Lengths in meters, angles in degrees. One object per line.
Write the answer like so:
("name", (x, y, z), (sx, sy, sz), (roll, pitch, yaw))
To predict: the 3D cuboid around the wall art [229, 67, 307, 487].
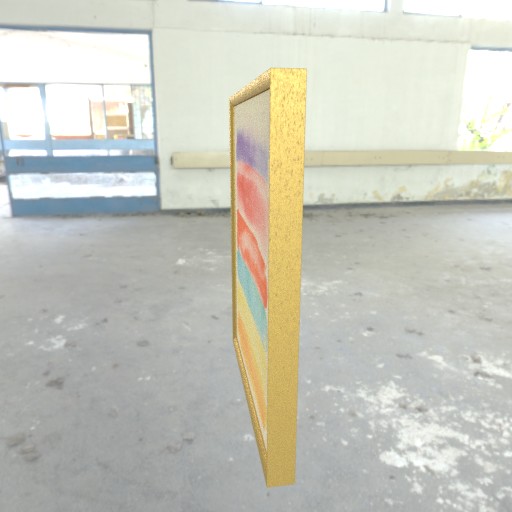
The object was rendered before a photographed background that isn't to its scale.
("wall art", (0.000, 0.000, 0.901), (0.048, 0.642, 0.537), (-2, 16, -9))
